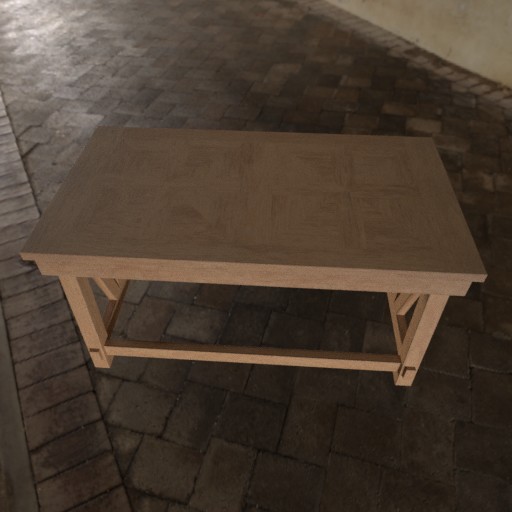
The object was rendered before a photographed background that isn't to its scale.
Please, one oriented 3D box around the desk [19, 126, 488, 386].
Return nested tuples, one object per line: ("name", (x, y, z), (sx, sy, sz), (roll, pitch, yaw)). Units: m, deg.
("desk", (0.000, 0.000, 1.970), (1.499, 0.762, 0.813), (3, 46, 3))
